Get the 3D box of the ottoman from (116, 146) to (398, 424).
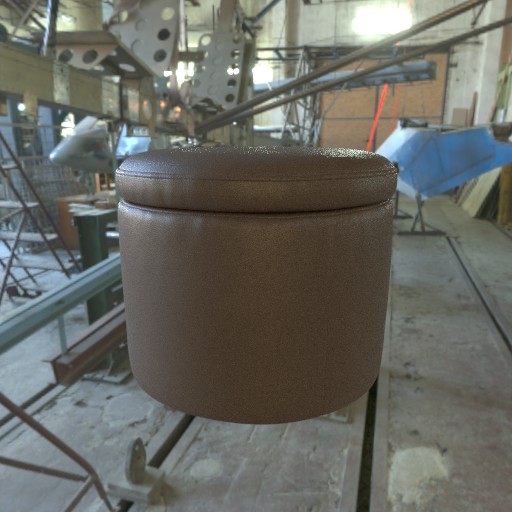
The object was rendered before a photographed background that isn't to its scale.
[{"bbox_3d":[0.000,0.000,0.856,0.500,0.409,0.500,0,14,0],"label":"ottoman"}]
